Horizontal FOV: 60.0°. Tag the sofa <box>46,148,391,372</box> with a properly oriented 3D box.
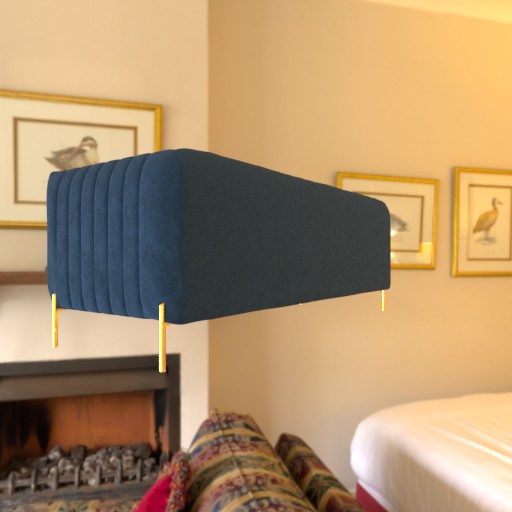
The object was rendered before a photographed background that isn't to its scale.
[{"bbox_3d":[0.000,0.000,2.583,0.896,0.793,2.136,0,0,36],"label":"sofa"}]
